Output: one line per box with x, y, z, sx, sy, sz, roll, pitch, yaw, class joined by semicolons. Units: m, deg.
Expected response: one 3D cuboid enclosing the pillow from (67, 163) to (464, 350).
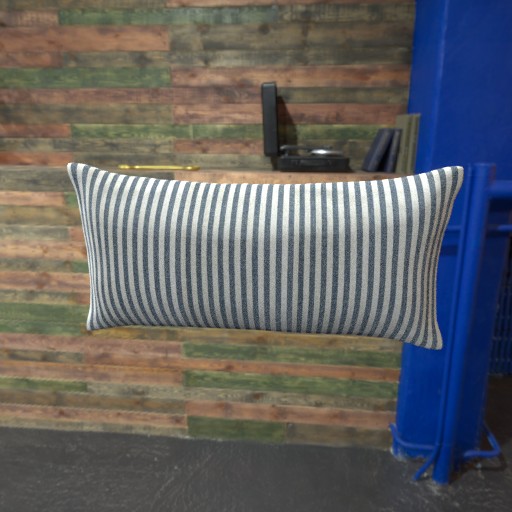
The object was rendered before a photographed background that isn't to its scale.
0.000;0.000;0.724;0.617;0.295;0.151;2;15;7;pillow
